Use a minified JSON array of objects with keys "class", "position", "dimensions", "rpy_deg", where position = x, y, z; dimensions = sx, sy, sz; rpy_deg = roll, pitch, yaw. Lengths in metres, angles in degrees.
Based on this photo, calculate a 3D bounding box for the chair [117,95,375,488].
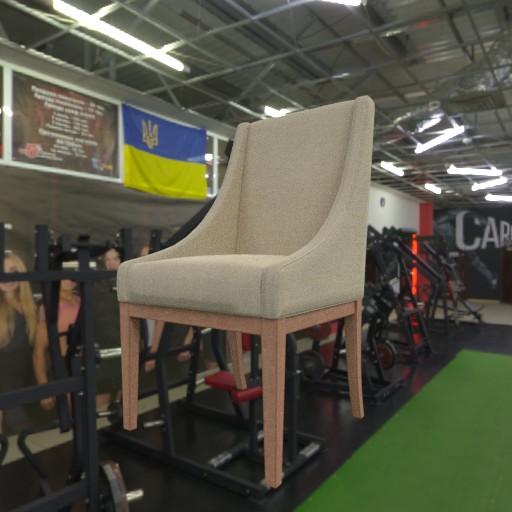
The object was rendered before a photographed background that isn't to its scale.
[{"class":"chair","position":[0.000,0.000,1.370],"dimensions":[0.575,1.021,0.611],"rpy_deg":[1,1,37]}]
